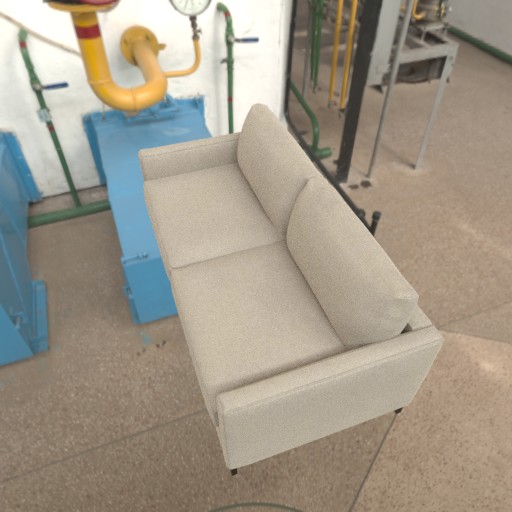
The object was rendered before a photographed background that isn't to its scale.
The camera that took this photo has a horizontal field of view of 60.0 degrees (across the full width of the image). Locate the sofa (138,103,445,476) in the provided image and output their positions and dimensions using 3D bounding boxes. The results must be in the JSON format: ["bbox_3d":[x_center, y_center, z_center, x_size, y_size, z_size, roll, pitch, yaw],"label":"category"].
[{"bbox_3d":[0.000,0.000,2.184,0.875,0.840,1.682,-14,47,-14],"label":"sofa"}]
